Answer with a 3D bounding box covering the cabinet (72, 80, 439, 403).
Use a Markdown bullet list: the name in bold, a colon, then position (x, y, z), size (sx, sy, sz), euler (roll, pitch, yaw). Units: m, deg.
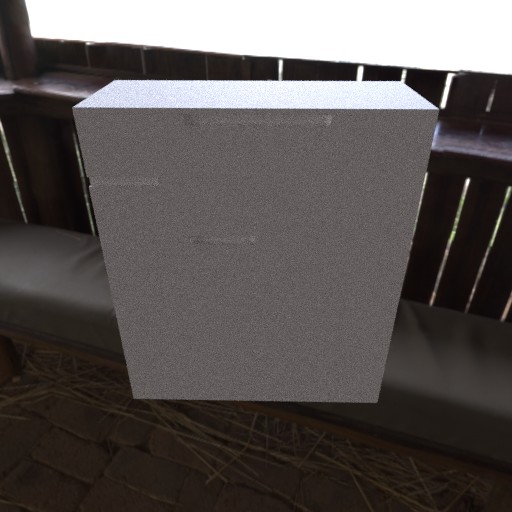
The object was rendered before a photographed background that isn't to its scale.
- **cabinet**: position (0.000, 0.000, 1.689), size (1.000, 1.190, 0.400), euler (1, 32, 1)
